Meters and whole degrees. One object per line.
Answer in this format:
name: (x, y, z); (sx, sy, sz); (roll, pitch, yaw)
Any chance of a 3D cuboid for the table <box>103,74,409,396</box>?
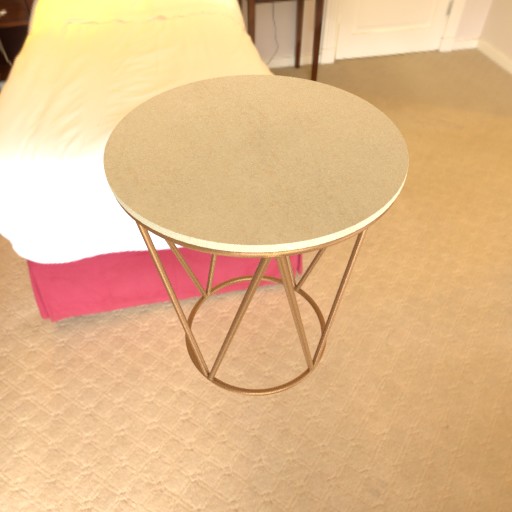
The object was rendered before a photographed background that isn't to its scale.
table: (0.000, 0.000, 0.948); (0.500, 0.564, 0.500); (0, 46, 0)
